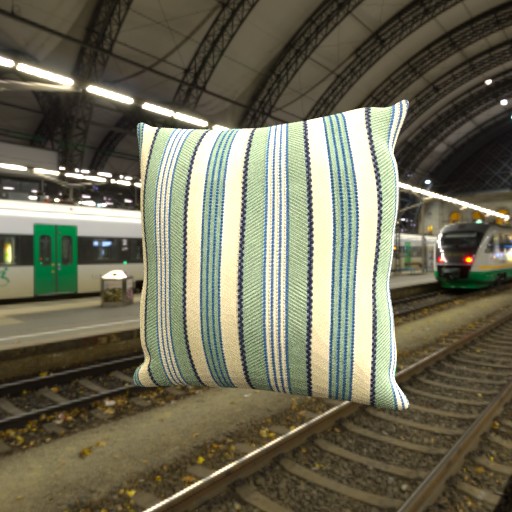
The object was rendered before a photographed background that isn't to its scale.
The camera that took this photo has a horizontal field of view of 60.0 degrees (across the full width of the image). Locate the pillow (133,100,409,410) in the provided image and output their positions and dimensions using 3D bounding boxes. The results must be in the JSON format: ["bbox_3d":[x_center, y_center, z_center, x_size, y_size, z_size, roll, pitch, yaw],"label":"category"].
[{"bbox_3d":[0.000,0.000,0.673,0.440,0.441,0.182,0,0,18],"label":"pillow"}]
